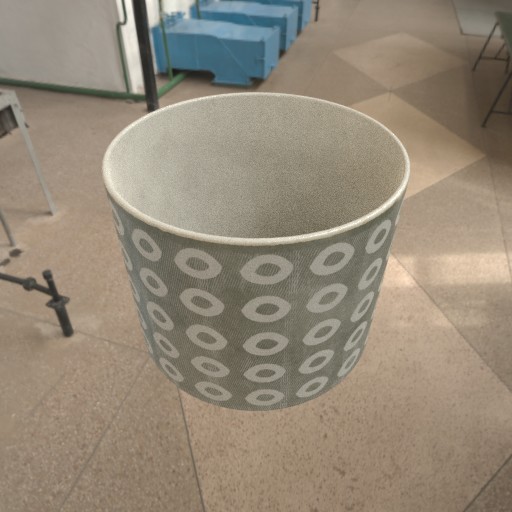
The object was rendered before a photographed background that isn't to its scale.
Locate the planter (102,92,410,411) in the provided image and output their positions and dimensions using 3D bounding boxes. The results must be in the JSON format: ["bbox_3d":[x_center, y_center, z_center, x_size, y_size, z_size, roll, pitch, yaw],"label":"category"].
[{"bbox_3d":[0.000,0.000,0.340,0.190,0.181,0.190,0,41,0],"label":"planter"}]
